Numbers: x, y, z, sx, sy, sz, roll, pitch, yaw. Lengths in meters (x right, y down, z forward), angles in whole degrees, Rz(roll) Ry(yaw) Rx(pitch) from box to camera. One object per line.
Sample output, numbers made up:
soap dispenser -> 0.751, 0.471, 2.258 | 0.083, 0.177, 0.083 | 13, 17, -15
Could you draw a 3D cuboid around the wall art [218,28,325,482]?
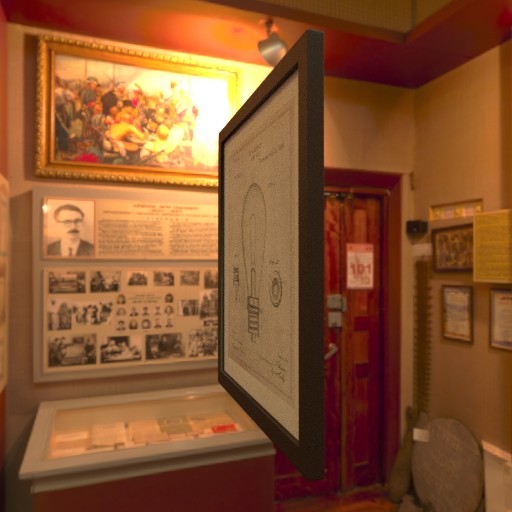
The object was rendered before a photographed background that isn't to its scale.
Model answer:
wall art -> 0.000, 0.000, 0.705 | 0.021, 0.509, 0.430 | 0, -1, -18
